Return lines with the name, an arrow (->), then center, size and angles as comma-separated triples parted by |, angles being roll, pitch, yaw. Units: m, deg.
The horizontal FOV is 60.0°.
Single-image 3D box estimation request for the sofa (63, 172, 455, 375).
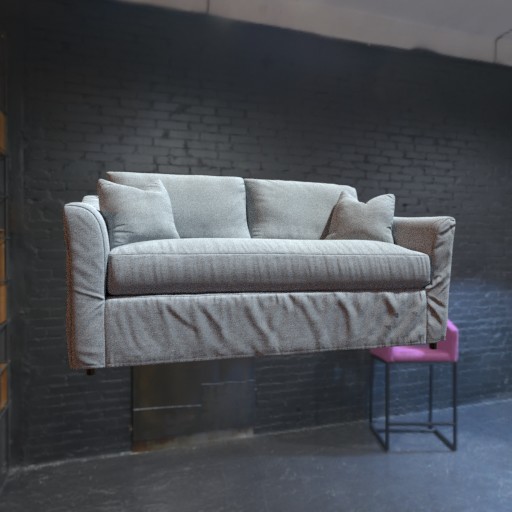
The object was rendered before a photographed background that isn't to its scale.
sofa -> 0.000, 0.000, 2.619 | 2.010, 1.018, 1.072 | 0, 0, -17
